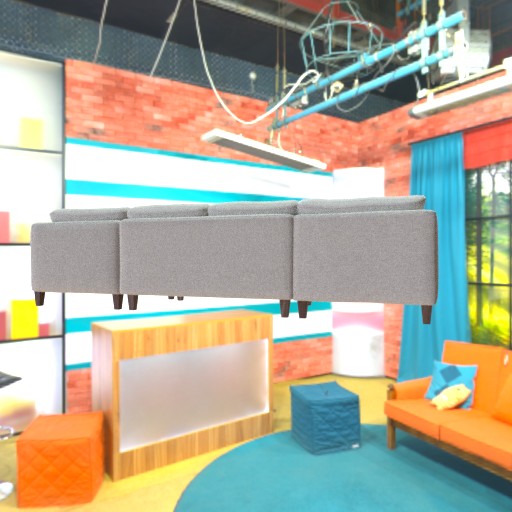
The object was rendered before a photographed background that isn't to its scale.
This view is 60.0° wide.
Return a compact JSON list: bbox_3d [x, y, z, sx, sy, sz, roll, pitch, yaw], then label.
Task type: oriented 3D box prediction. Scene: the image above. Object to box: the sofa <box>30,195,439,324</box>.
[{"bbox_3d":[0.000,0.000,4.430,3.238,0.853,2.551,0,0,19],"label":"sofa"}]
